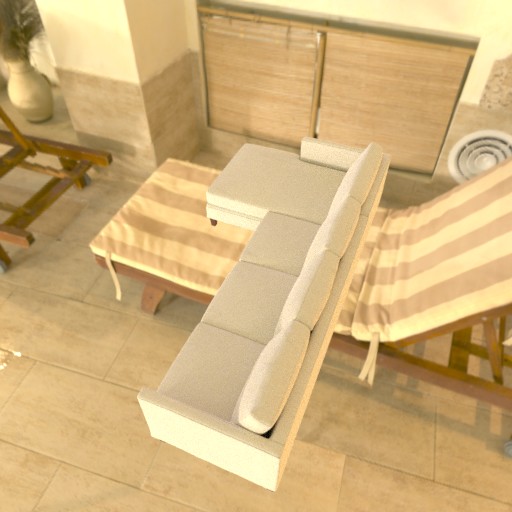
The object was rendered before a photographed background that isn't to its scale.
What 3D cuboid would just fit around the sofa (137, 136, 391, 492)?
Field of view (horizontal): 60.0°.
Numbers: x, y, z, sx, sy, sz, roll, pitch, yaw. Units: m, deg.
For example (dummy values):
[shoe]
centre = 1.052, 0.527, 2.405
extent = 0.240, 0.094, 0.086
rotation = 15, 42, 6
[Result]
[sofa]
centre = 0.000, 0.000, 3.809
extent = 1.625, 0.846, 3.186
rotation = 17, 49, 16
